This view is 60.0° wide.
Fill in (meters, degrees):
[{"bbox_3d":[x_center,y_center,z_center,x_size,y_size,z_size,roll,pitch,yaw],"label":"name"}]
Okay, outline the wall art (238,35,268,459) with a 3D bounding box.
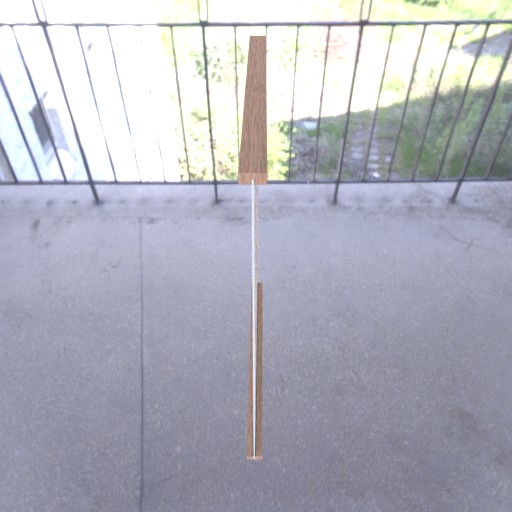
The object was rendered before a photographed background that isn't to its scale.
[{"bbox_3d":[0.000,0.000,0.792,0.028,0.609,0.456,1,41,1],"label":"wall art"}]
